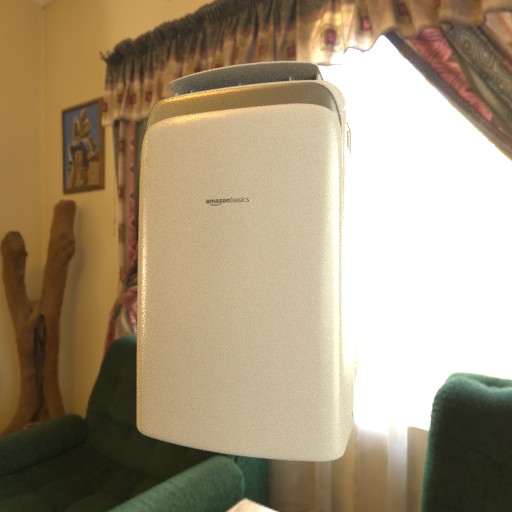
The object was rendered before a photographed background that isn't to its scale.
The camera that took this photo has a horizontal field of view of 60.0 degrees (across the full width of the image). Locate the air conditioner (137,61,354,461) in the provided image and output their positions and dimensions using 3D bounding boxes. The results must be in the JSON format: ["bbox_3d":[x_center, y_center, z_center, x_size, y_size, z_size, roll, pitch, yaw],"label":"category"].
[{"bbox_3d":[0.000,0.000,1.050,0.449,0.786,0.414,0,0,19],"label":"air conditioner"}]
